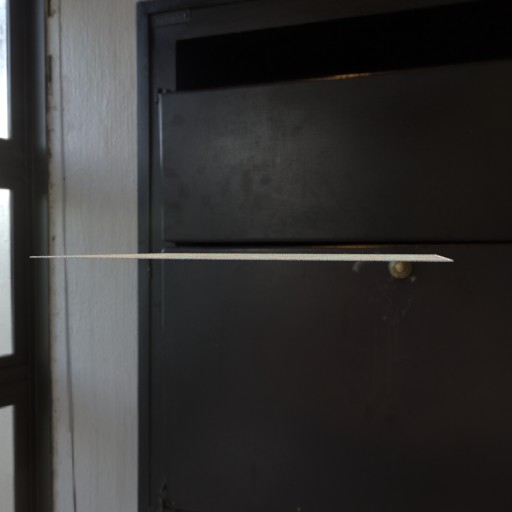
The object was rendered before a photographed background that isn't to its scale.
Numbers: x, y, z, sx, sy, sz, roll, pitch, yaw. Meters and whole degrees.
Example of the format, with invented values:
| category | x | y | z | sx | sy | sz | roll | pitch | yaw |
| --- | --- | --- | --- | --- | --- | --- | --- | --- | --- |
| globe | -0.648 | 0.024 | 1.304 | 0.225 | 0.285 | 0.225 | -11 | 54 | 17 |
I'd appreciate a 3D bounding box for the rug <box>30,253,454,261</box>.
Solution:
| category | x | y | z | sx | sy | sz | roll | pitch | yaw |
| --- | --- | --- | --- | --- | --- | --- | --- | --- | --- |
| rug | 0.000 | 0.000 | 2.946 | 2.286 | 0.006 | 1.524 | 0 | 1 | 20 |
